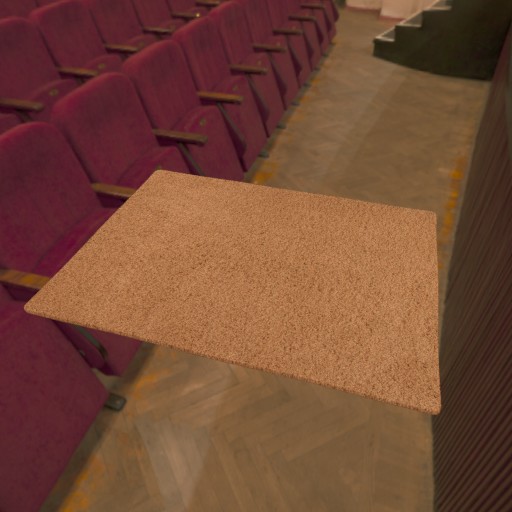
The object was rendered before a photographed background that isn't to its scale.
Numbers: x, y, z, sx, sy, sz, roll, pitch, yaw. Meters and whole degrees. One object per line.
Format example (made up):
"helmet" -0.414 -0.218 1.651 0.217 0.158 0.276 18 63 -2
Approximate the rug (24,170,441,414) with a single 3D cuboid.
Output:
"rug" 0.000 0.000 2.045 1.600 0.025 1.199 11 41 13
